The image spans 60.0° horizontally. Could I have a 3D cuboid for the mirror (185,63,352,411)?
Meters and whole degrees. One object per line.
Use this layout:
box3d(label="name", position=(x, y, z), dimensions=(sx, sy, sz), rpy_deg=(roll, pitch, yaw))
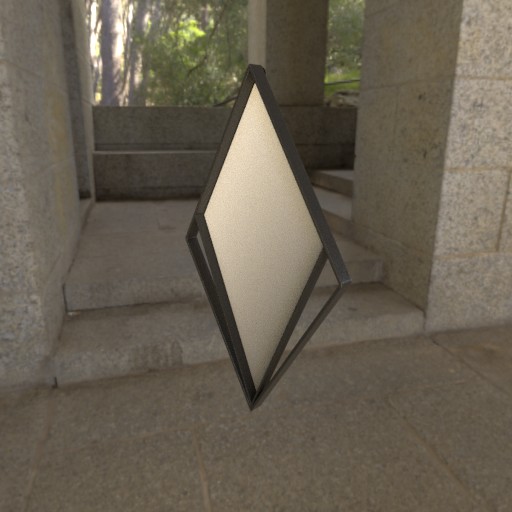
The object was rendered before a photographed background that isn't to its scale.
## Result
box3d(label="mirror", position=(0.000, 0.000, 0.850), dimensions=(0.032, 0.679, 0.419), rpy_deg=(-16, 23, -42))
